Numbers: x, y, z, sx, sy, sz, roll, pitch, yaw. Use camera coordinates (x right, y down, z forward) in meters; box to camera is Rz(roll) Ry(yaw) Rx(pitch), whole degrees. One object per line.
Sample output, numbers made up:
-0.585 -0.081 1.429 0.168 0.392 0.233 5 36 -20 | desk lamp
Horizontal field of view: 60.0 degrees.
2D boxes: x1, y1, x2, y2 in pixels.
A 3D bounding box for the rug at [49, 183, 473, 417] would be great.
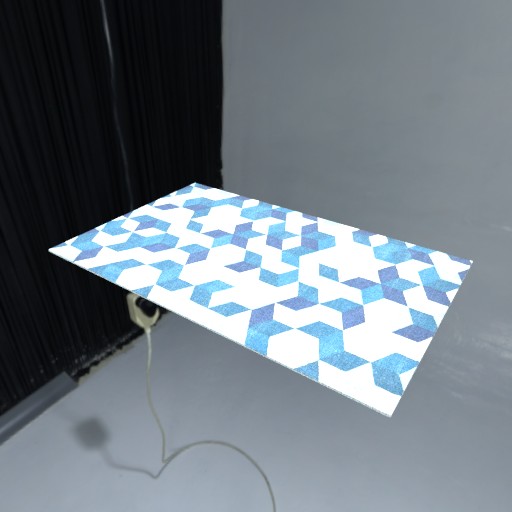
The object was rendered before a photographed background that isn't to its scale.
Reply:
0.000 0.000 2.996 2.438 0.015 1.518 20 36 29 | rug
